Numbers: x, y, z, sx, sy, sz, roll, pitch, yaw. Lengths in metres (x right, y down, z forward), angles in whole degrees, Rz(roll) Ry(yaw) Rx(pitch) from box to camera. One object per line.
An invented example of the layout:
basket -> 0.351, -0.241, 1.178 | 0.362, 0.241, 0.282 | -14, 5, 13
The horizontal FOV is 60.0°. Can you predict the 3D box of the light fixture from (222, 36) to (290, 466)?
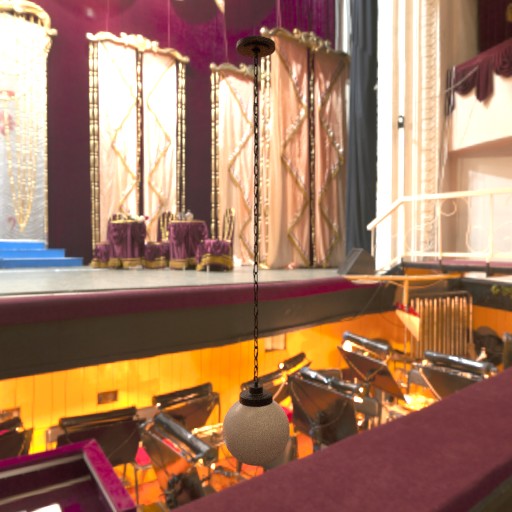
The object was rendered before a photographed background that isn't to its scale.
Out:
light fixture -> 0.000, 0.000, 1.984 | 0.304, 1.867, 0.305 | -1, 2, -36
